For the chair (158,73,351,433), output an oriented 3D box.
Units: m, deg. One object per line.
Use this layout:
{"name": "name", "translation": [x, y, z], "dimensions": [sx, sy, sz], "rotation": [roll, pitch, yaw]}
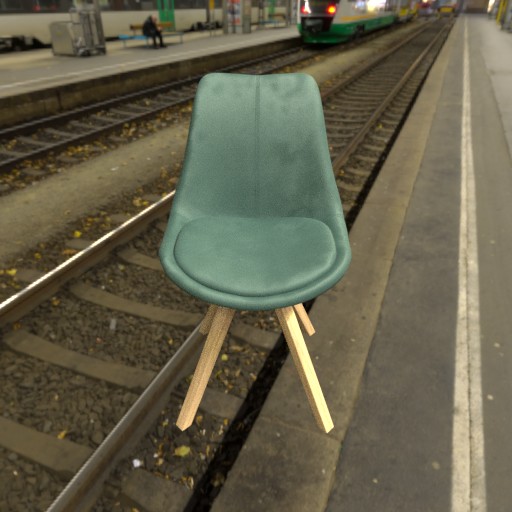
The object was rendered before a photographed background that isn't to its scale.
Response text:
{"name": "chair", "translation": [0.000, 0.000, 1.208], "dimensions": [0.483, 0.865, 0.547], "rotation": [1, 30, 1]}
